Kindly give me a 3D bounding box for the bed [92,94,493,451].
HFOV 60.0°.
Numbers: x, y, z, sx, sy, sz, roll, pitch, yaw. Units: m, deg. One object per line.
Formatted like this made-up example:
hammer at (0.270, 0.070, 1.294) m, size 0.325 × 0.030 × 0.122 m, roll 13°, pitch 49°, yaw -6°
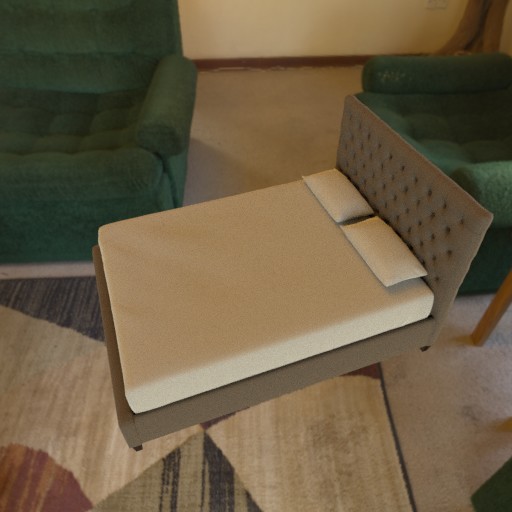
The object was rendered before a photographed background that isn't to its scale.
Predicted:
bed at (0.000, 0.000, 3.322) m, size 2.387 × 1.427 × 1.698 m, roll -15°, pitch 47°, yaw -14°
